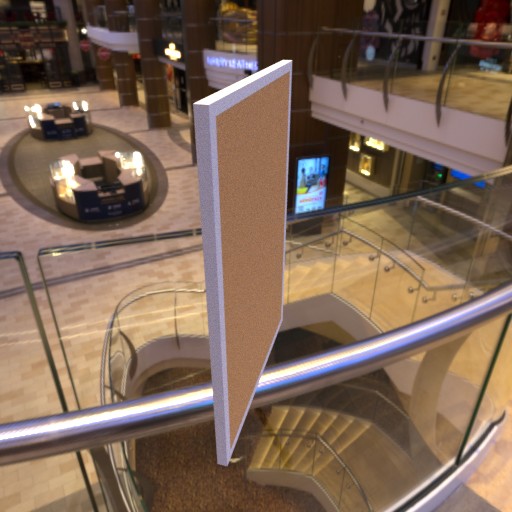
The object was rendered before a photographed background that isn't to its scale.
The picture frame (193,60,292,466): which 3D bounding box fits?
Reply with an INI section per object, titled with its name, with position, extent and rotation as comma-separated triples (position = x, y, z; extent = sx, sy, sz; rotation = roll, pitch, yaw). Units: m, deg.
[picture frame]
position = 0.000, 0.000, 0.572
extent = 0.013, 0.434, 0.305
rotation = 8, 31, 14
